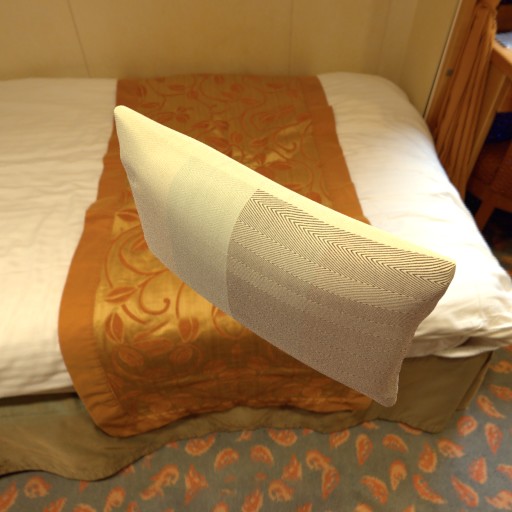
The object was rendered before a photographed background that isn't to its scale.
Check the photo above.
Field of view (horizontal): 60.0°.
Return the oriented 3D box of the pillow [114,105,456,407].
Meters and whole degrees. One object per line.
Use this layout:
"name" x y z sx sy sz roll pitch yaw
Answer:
"pillow" 0.000 0.000 0.635 0.506 0.305 0.139 30 54 25
